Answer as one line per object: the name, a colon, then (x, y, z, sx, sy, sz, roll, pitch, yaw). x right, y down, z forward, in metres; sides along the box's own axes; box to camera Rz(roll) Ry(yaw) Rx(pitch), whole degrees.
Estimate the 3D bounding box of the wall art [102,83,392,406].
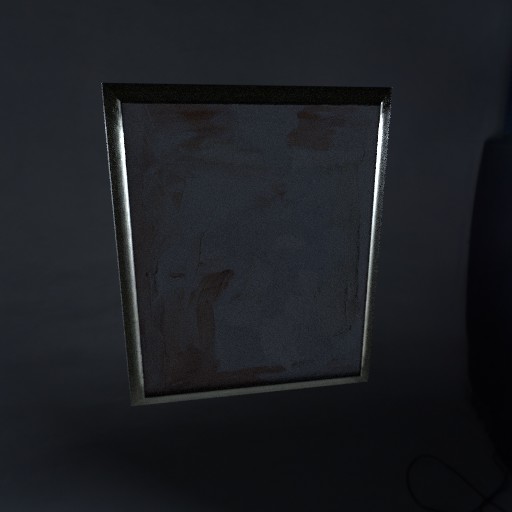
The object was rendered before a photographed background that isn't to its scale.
wall art: (0.000, 0.000, 0.632, 0.381, 0.457, 0.023, -3, 17, -10)
